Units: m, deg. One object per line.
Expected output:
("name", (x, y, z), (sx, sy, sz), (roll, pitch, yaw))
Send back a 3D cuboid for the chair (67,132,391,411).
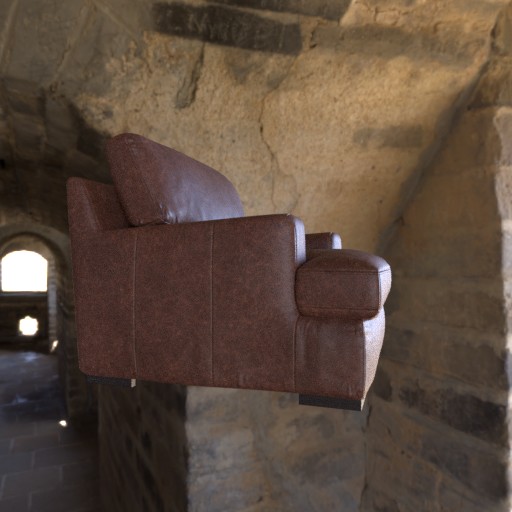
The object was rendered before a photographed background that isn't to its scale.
("chair", (0.000, 0.000, 1.986), (1.143, 0.939, 1.168), (0, -1, 18))
